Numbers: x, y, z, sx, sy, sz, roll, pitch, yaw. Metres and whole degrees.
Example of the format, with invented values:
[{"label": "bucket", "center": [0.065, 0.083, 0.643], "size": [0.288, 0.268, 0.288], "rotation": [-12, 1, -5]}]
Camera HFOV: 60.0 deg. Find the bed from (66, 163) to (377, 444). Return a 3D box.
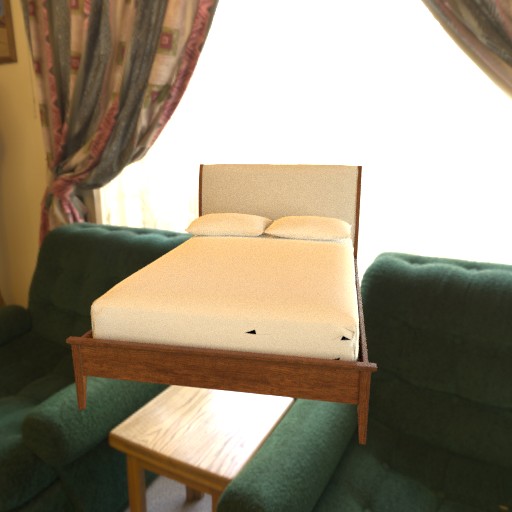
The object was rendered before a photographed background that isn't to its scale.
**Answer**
[{"label": "bed", "center": [0.000, 0.000, 3.304], "size": [1.612, 1.250, 2.380], "rotation": [3, 15, 11]}]
